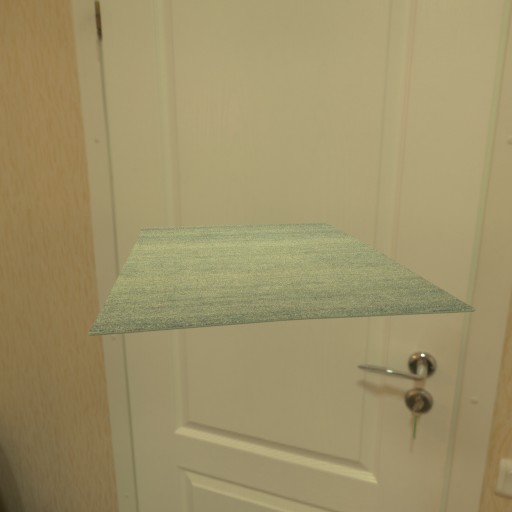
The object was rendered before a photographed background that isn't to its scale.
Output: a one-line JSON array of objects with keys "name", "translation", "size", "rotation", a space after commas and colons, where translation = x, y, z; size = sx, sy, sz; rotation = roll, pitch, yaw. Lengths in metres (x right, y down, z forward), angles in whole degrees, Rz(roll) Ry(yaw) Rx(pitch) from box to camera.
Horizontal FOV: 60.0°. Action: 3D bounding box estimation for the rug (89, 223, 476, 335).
[{"name": "rug", "translation": [0.000, 0.000, 4.284], "size": [2.461, 0.046, 3.237], "rotation": [-2, 15, -8]}]
